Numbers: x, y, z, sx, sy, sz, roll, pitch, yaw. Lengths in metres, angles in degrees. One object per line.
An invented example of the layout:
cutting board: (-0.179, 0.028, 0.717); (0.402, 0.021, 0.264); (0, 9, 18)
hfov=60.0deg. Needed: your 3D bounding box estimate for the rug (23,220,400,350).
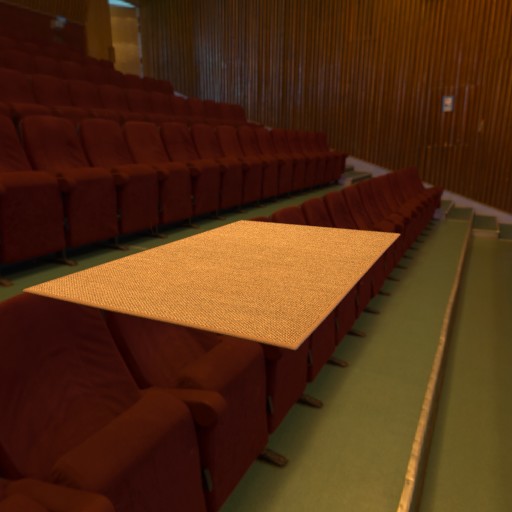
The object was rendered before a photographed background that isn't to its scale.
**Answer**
rug: (0.000, 0.000, 2.090); (1.061, 0.012, 1.668); (7, 16, 26)
